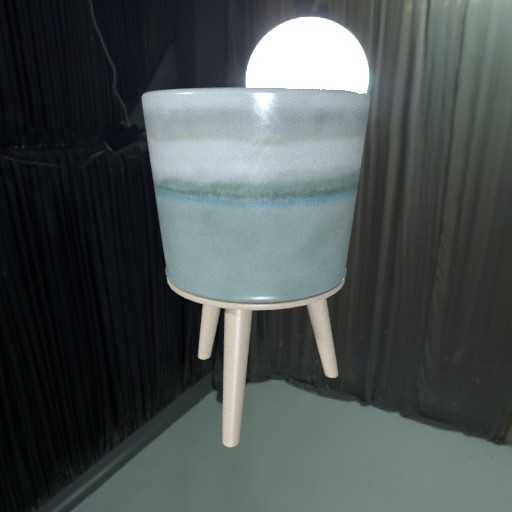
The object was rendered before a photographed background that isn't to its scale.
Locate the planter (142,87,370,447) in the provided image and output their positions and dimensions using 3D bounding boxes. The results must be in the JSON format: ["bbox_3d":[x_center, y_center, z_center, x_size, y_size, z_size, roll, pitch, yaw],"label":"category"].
[{"bbox_3d":[0.000,0.000,0.587,0.265,0.404,0.265,9,20,26],"label":"planter"}]
